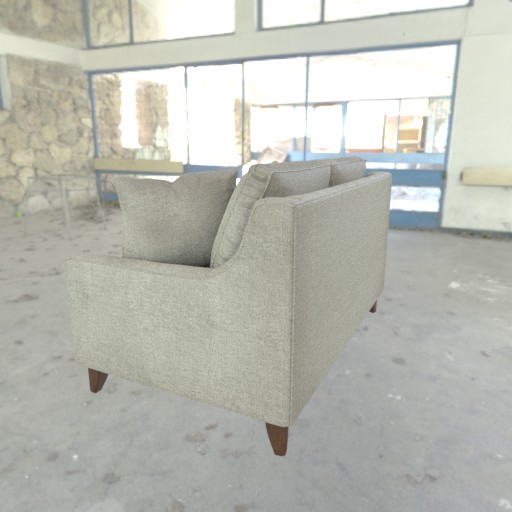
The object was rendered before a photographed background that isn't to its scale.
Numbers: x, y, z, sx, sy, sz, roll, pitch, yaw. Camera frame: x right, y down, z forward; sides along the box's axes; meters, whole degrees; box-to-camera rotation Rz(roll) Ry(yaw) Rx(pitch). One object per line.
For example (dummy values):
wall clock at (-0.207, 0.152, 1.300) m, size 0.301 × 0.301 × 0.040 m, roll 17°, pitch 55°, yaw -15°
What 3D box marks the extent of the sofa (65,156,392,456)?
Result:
sofa at (0.000, 0.000, 1.996) m, size 0.915 × 0.863 × 1.422 m, roll 7°, pitch 16°, yaw 25°
